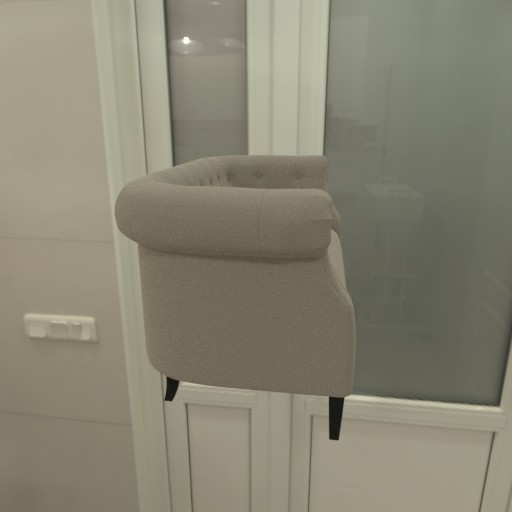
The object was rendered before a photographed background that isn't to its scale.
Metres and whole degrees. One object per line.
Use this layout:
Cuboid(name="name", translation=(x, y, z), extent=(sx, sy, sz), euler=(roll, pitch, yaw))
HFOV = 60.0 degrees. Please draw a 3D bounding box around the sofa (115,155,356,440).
Cuboid(name="sofa", translation=(0.000, 0.000, 2.046), extent=(0.835, 0.827, 1.558), euler=(3, 17, 8))
